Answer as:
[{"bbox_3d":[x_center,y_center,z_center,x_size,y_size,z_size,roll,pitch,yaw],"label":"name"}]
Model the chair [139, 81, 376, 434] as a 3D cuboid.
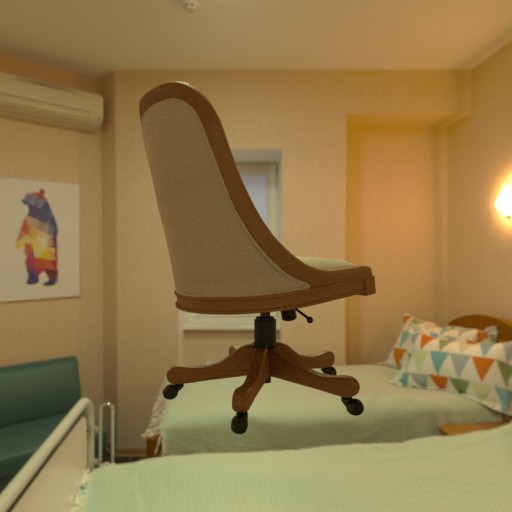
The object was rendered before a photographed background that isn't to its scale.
[{"bbox_3d":[0.000,0.000,1.574,0.811,1.009,0.702,-1,1,-37],"label":"chair"}]
